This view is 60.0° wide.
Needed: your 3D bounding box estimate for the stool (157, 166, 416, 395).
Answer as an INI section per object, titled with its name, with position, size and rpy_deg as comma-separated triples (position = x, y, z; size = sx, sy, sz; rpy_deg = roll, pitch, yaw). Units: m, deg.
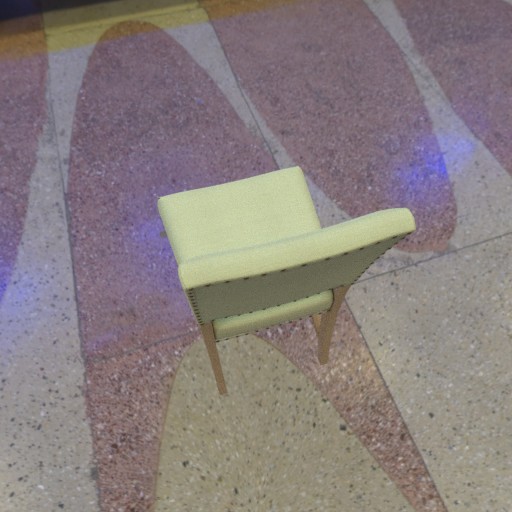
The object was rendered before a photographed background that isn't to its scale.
[stool]
position = 0.000, 0.000, 1.330
size = 0.508, 0.986, 0.623
rpy_deg = -14, 60, -8
